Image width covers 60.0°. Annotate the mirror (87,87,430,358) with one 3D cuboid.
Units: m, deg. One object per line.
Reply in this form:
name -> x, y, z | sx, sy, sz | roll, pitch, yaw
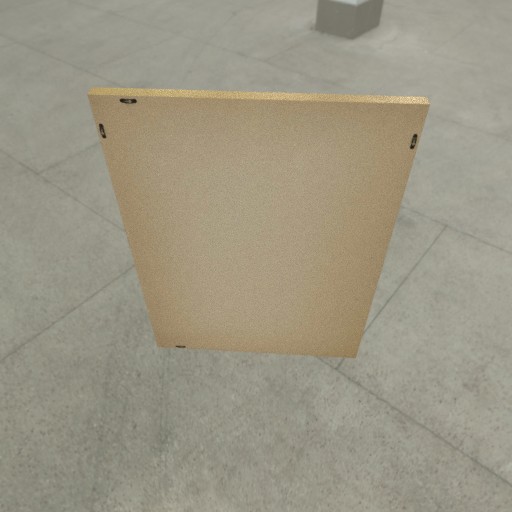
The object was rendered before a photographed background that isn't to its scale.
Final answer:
mirror -> 0.000, 0.000, 1.353 | 0.762, 1.016, 0.041 | 3, 45, 3
